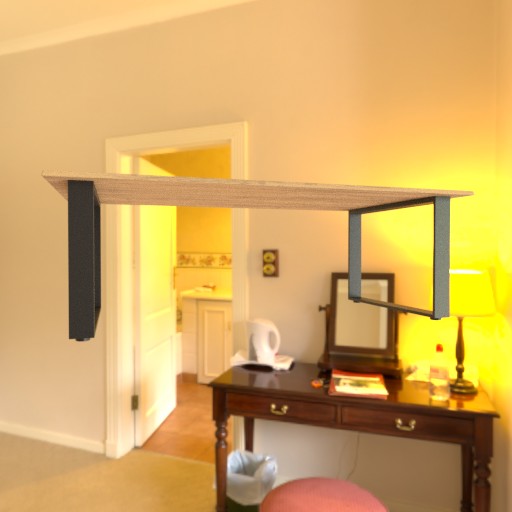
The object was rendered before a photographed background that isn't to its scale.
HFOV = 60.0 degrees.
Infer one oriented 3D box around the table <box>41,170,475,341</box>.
[{"bbox_3d":[0.000,0.000,1.628,1.331,0.445,0.693,0,1,-18],"label":"table"}]
